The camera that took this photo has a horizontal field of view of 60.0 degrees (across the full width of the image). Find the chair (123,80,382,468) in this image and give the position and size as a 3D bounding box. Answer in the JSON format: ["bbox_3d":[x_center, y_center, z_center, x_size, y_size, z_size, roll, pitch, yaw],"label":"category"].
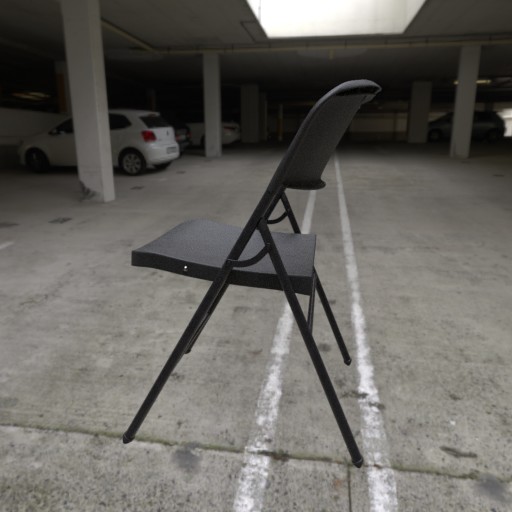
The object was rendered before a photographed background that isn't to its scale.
[{"bbox_3d":[0.000,0.000,1.134,0.566,0.810,0.494,2,15,8],"label":"chair"}]
